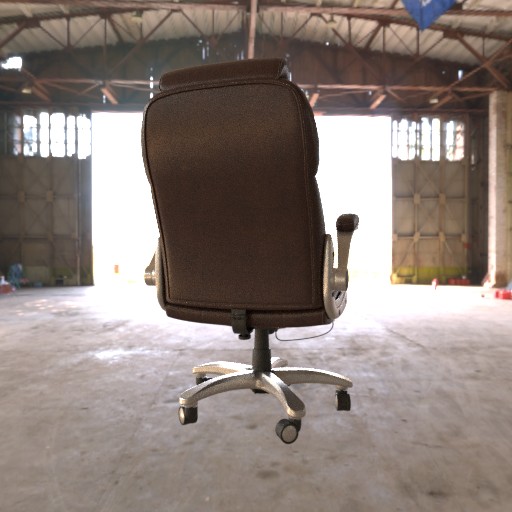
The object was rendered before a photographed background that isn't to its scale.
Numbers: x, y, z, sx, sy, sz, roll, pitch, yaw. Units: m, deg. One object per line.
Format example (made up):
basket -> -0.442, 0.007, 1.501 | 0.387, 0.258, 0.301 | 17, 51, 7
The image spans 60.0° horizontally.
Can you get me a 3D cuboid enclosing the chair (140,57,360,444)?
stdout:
chair -> 0.000, 0.000, 1.640 | 0.733, 1.160, 0.774 | 0, 1, 17
